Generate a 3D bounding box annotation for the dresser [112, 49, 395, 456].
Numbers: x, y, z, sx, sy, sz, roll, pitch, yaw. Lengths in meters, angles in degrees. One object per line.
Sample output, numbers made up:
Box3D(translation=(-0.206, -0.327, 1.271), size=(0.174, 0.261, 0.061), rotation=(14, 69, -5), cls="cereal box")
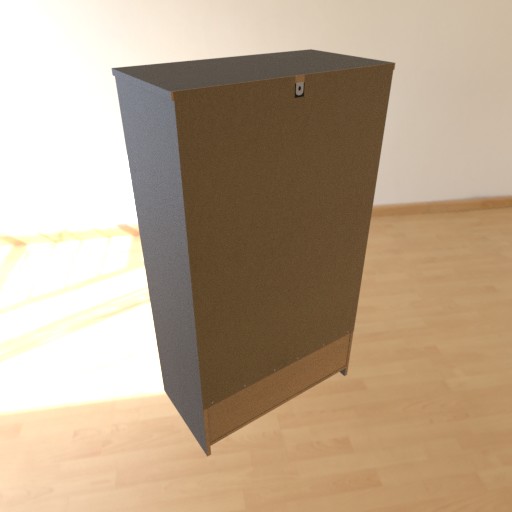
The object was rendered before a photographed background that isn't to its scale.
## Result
Box3D(translation=(0.000, 0.000, 1.568), size=(0.704, 1.255, 0.399), rotation=(-20, 37, -29), cls="dresser")
